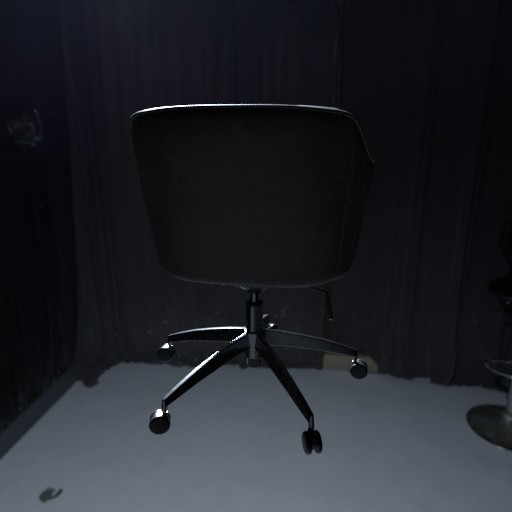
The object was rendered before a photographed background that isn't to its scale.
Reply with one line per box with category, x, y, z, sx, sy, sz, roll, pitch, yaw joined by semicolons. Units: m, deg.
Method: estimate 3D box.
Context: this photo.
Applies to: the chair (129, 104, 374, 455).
chair;0.000;0.000;1.326;0.713;0.827;0.689;3;16;9
